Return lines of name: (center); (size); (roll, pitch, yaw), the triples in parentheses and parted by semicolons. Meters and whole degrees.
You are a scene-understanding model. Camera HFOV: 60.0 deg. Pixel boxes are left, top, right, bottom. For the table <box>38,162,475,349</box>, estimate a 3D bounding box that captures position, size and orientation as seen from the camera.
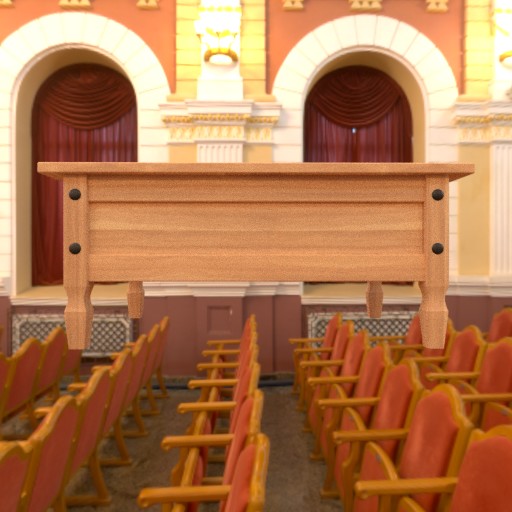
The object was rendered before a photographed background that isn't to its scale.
table: (0.000, 0.000, 1.312); (1.000, 0.437, 0.600); (0, 0, 0)
